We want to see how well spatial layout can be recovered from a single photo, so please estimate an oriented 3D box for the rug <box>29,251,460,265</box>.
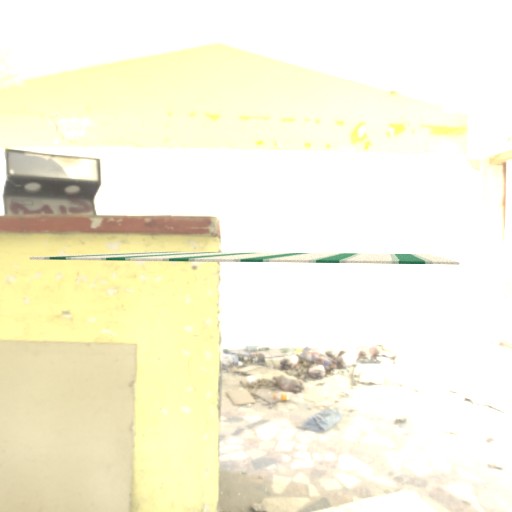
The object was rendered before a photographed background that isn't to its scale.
[{"bbox_3d":[0.000,0.000,2.363,1.829,0.012,1.210,1,2,17],"label":"rug"}]
